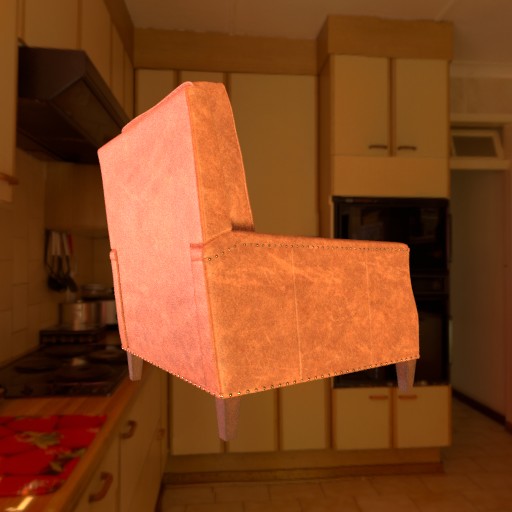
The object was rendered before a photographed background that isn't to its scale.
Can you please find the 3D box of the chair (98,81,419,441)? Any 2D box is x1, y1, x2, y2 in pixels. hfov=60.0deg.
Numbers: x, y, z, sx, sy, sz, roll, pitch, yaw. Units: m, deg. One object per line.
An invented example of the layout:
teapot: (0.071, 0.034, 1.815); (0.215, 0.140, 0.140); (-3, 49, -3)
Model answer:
chair: (0.000, 0.000, 1.798); (1.035, 1.054, 0.854); (0, -1, -35)
